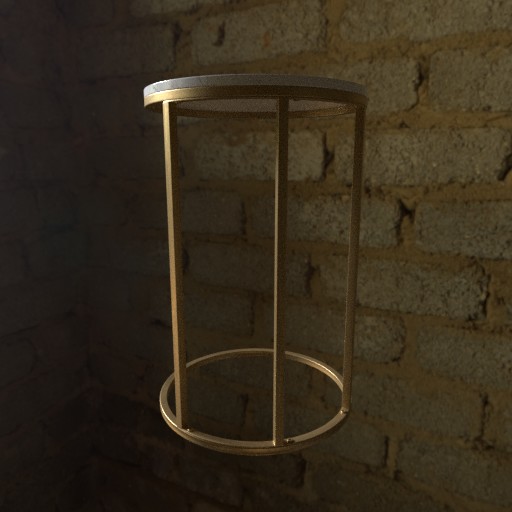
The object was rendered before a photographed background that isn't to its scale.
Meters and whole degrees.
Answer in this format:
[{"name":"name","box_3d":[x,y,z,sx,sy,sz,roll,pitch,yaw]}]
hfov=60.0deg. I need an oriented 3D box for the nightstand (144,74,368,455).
[{"name":"nightstand","box_3d":[0.000,0.000,0.880,0.400,0.610,0.400,-3,13,-11]}]
